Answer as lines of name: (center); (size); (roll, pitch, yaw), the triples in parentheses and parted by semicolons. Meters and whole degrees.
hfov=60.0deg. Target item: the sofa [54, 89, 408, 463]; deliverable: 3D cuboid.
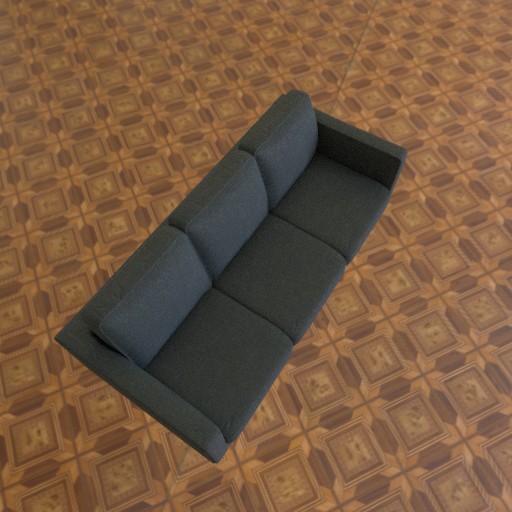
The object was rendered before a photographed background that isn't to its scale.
sofa: (0.000, 0.000, 2.552); (0.935, 0.945, 2.013); (30, 64, 16)
